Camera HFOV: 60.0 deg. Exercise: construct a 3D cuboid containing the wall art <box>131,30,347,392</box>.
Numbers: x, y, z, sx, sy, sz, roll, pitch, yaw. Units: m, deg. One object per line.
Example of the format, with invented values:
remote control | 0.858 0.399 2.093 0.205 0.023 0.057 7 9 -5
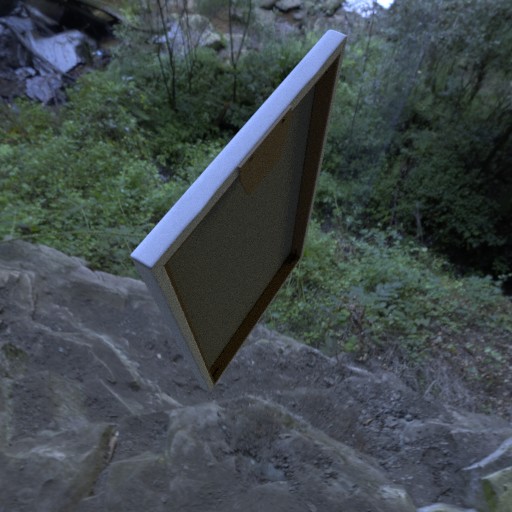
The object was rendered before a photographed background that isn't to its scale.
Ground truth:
wall art | 0.000 0.000 1.151 0.048 0.916 0.602 30 66 15
